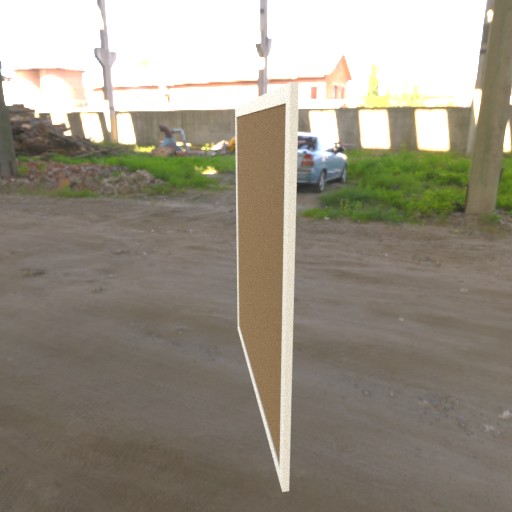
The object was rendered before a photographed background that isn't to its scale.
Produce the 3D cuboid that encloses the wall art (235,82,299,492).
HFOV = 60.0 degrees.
[{"bbox_3d":[0.000,0.000,1.217,0.015,0.812,0.812,-2,16,-9],"label":"wall art"}]
